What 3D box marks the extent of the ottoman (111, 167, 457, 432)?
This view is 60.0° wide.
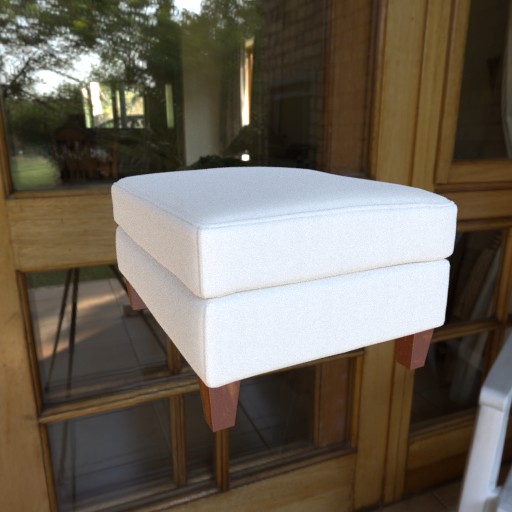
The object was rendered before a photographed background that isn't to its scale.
[{"bbox_3d":[0.000,0.000,1.233,0.634,0.479,0.818,-8,17,-26],"label":"ottoman"}]
